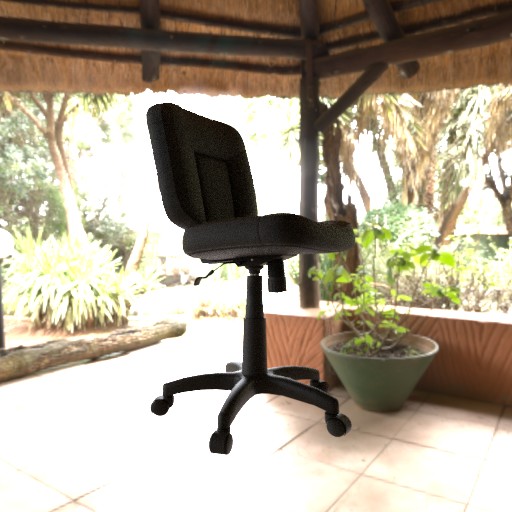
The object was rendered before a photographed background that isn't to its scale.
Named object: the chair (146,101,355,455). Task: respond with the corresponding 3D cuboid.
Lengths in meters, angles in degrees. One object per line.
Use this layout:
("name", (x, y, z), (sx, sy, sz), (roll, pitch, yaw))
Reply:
("chair", (0.000, 0.000, 1.361), (0.610, 0.972, 0.610), (0, 0, 35))
